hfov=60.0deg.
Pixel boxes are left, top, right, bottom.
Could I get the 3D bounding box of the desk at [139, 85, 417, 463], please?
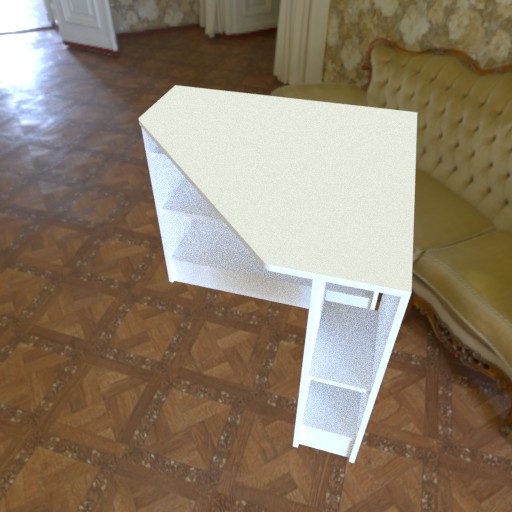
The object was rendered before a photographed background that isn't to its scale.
[{"bbox_3d":[0.000,0.000,1.627,0.940,0.818,0.926,11,43,12],"label":"desk"}]
